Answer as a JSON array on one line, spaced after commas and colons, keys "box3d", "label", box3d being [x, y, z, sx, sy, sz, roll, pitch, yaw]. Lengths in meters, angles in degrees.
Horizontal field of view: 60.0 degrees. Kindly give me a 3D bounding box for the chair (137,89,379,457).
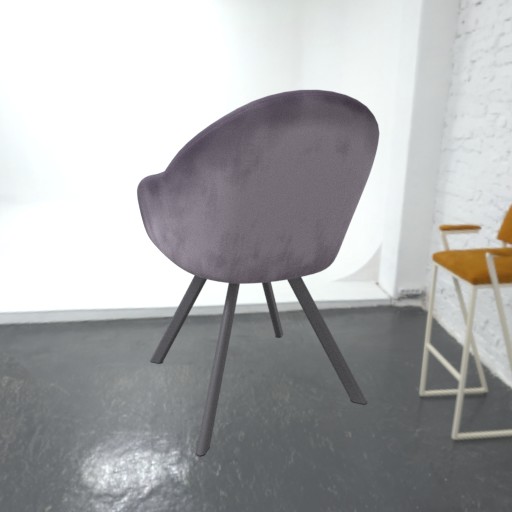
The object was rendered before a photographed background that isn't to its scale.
[{"box3d": [0.000, 0.000, 1.187, 0.550, 0.795, 0.590, -7, 17, -24], "label": "chair"}]
